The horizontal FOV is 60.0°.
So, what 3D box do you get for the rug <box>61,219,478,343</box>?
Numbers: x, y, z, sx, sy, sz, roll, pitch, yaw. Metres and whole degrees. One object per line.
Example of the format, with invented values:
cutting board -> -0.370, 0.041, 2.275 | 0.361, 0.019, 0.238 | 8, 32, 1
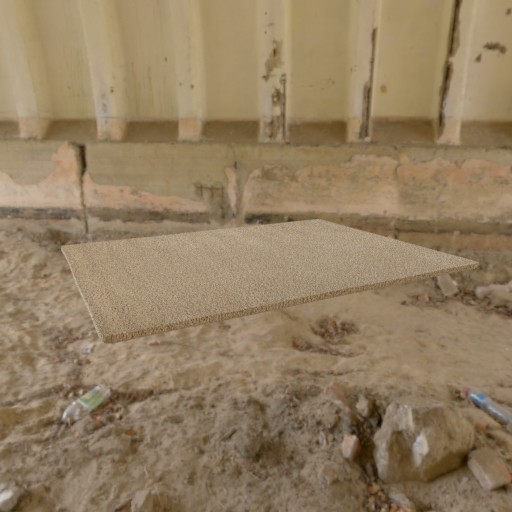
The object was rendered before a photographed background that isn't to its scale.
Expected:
rug -> 0.000, 0.000, 2.092 | 1.600, 0.025, 1.199 | -8, 17, -27
